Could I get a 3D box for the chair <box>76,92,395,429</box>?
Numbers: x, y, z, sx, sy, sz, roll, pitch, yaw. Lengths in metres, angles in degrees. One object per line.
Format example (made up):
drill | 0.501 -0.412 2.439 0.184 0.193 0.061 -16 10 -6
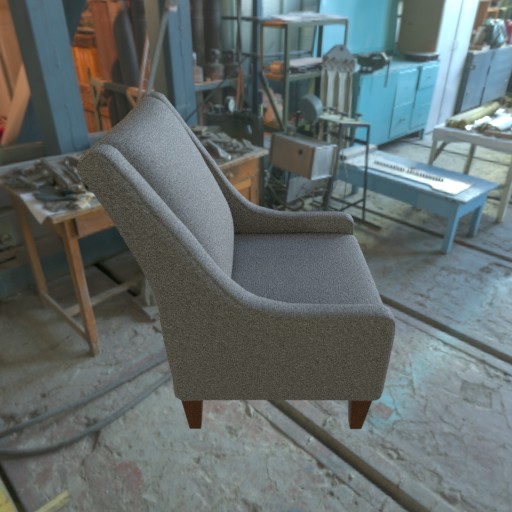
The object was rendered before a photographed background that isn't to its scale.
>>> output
chair | 0.000 0.000 1.616 0.870 1.016 0.774 0 31 0
